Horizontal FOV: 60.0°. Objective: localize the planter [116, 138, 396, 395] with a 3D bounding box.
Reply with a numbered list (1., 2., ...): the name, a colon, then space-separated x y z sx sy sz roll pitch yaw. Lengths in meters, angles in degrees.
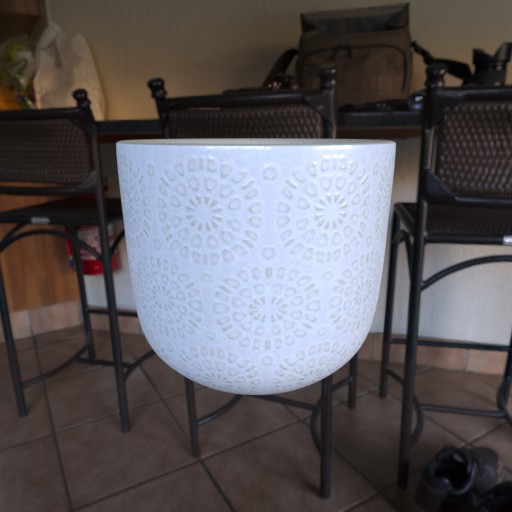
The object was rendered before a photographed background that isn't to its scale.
1. planter: 0.000 0.000 0.301 0.170 0.152 0.170 0 16 0
